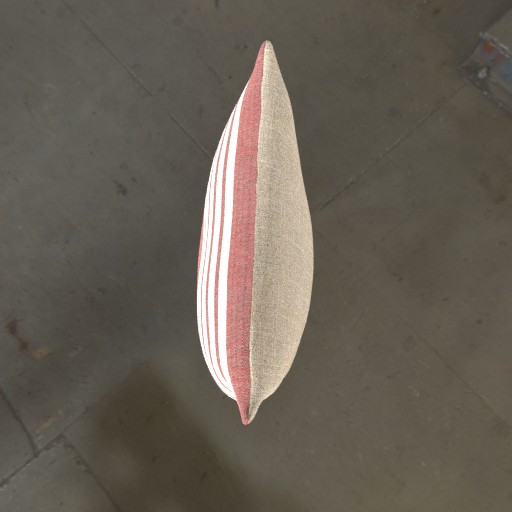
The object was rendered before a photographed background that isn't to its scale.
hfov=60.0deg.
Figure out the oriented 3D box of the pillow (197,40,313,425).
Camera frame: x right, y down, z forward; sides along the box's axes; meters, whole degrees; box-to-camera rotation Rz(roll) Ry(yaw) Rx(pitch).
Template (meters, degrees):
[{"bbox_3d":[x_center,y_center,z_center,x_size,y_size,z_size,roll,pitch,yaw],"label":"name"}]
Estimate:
[{"bbox_3d":[0.000,0.000,0.673,0.182,0.427,0.439,3,76,1],"label":"pillow"}]
